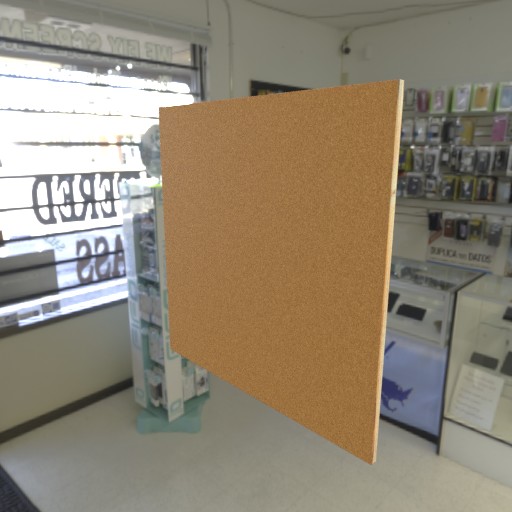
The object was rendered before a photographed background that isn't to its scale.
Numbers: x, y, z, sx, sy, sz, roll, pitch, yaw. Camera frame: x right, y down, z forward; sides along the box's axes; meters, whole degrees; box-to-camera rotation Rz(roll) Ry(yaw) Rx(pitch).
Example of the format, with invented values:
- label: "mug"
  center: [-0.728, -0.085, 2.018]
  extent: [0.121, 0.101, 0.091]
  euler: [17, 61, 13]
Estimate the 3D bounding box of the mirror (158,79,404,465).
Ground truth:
- label: "mirror"
  center: [0.000, 0.000, 1.191]
  extent: [0.061, 0.804, 0.804]
  euler: [-13, 19, -42]
